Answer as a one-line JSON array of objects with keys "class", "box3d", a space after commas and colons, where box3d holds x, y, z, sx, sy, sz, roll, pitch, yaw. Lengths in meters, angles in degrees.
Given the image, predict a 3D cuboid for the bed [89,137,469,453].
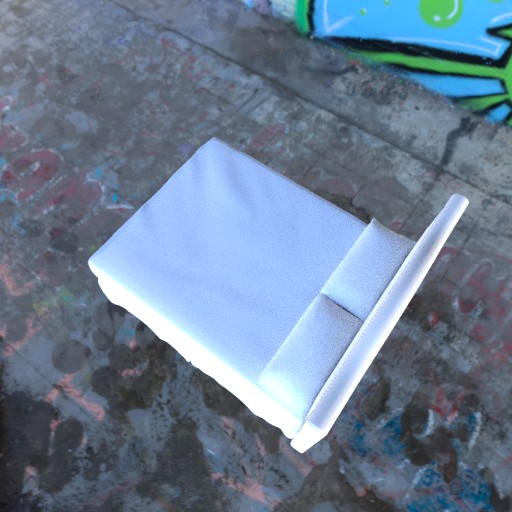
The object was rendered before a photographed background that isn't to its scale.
[{"class": "bed", "box3d": [0.000, 0.000, 3.352, 2.143, 1.460, 1.753, 33, 67, 16]}]
